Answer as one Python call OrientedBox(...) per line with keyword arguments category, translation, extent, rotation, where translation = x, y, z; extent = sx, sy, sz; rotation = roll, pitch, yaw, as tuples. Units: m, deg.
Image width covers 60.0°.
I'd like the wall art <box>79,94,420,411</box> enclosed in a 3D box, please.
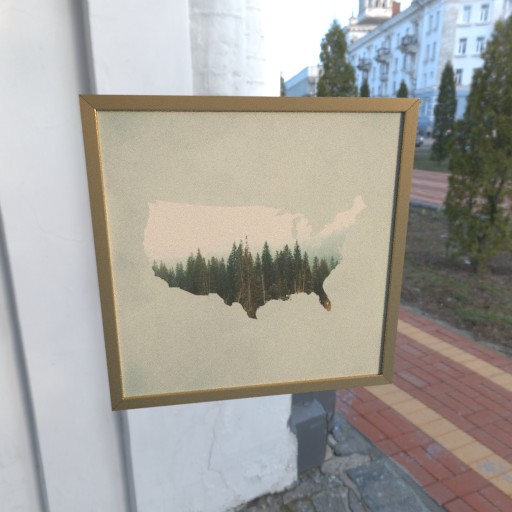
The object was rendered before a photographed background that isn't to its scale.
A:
OrientedBox(category="wall art", translation=(0.000, 0.000, 0.451), extent=(0.304, 0.304, 0.038), rotation=(-3, 16, -9))
